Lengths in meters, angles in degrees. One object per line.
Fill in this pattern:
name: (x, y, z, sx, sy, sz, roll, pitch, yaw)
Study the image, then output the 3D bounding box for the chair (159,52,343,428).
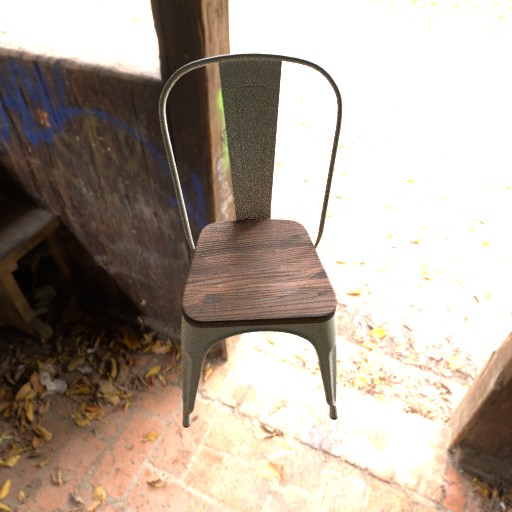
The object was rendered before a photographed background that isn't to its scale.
chair: (0.000, 0.000, 1.167, 0.452, 0.851, 0.521, -2, 45, -2)
